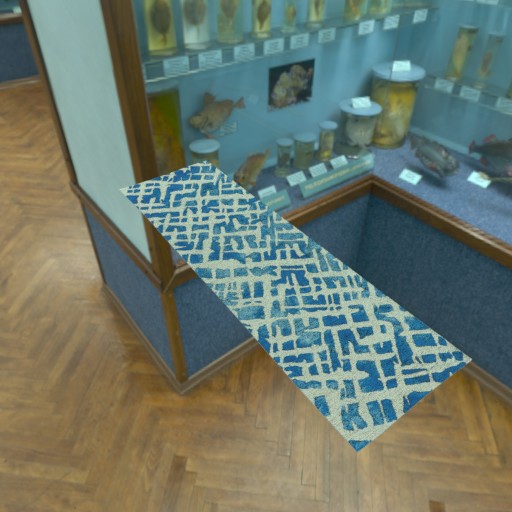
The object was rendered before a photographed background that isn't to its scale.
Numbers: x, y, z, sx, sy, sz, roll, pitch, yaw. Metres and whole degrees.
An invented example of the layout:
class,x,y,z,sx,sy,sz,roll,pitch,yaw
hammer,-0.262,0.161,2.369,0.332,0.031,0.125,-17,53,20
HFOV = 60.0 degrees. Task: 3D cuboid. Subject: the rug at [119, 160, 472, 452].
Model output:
class,x,y,z,sx,sy,sz,roll,pitch,yaw
rug,0.000,0.000,2.692,0.768,0.011,2.446,-25,46,-27
